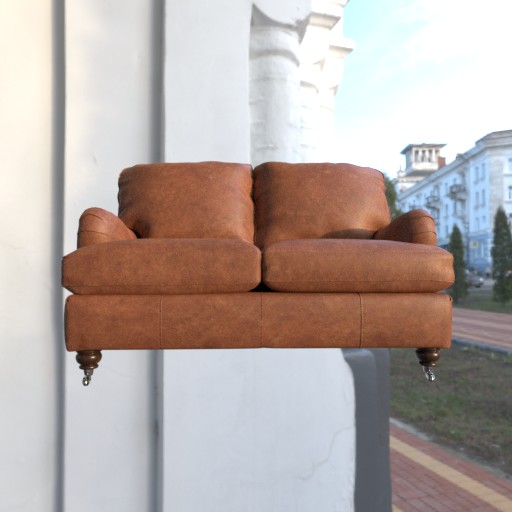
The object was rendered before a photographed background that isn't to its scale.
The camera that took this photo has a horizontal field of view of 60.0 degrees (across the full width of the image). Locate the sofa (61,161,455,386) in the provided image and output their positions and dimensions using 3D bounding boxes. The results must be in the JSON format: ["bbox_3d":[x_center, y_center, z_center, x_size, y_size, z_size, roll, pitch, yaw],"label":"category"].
[{"bbox_3d":[0.000,0.000,2.182,1.527,1.004,1.077,0,-2,-2],"label":"sofa"}]
